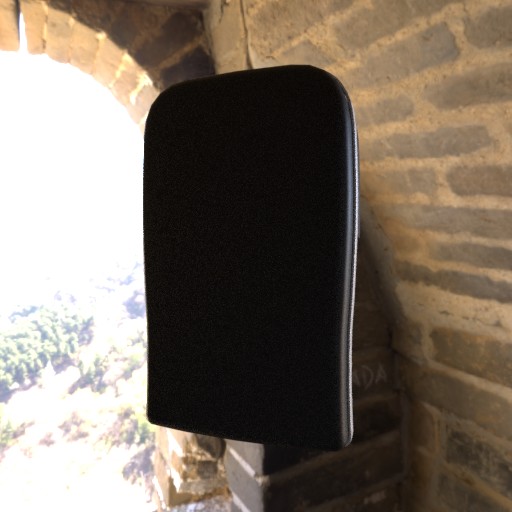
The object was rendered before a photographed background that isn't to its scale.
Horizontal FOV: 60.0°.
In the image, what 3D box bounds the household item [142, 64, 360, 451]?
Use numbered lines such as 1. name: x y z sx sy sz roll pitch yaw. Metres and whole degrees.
1. household item: 0.000 0.000 0.150 0.070 0.114 0.038 0 0 20
